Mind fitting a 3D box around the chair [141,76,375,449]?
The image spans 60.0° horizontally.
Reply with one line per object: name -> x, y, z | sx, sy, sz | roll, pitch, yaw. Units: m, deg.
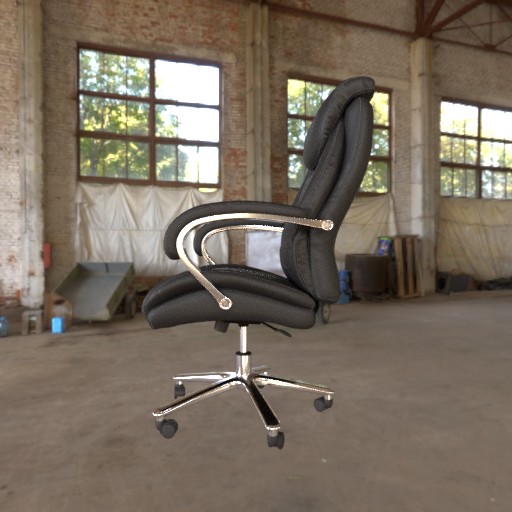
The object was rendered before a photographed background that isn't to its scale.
chair -> 0.000, 0.000, 1.661 | 0.790, 1.183, 0.755 | 0, 1, -1
